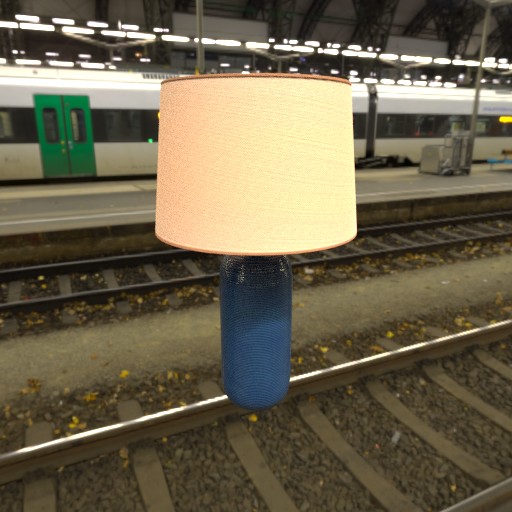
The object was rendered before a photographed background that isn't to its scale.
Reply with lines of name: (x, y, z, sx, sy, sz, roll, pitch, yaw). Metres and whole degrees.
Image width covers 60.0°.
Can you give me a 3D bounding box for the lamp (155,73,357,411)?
lamp: (0.000, 0.000, 0.841, 0.367, 0.609, 0.367, 0, 16, 0)
